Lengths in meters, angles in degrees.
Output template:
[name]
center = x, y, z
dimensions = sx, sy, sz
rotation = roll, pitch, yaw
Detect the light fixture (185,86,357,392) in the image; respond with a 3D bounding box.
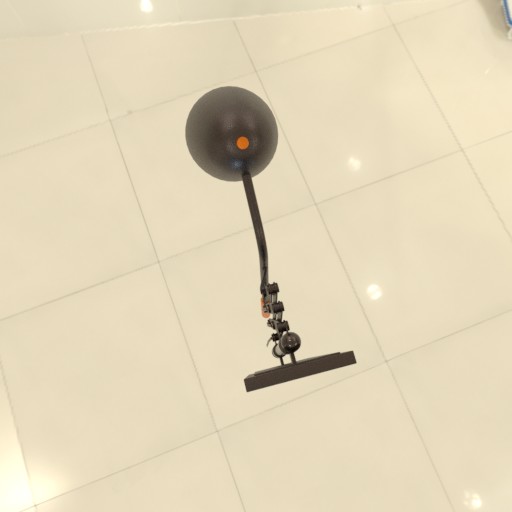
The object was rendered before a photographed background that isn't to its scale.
[light fixture]
center = 0.000, 0.000, 0.935
dimensions = 0.162, 0.715, 0.499
rotation = -14, 76, -3
